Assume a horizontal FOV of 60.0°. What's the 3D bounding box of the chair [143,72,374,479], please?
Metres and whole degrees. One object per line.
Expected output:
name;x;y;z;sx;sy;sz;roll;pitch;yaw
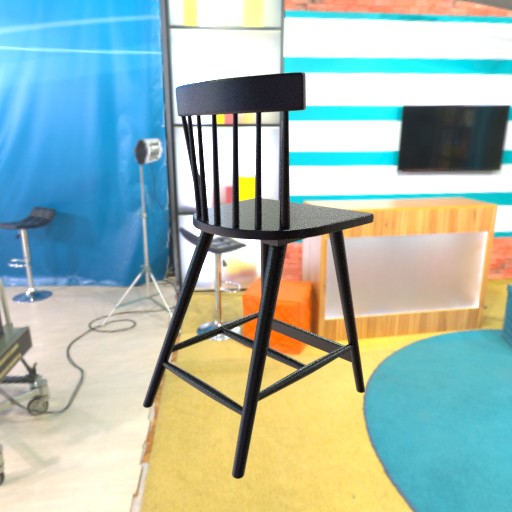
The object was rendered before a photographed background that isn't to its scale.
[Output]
chair;0.000;0.000;1.307;0.572;0.952;0.483;-15;21;-43
